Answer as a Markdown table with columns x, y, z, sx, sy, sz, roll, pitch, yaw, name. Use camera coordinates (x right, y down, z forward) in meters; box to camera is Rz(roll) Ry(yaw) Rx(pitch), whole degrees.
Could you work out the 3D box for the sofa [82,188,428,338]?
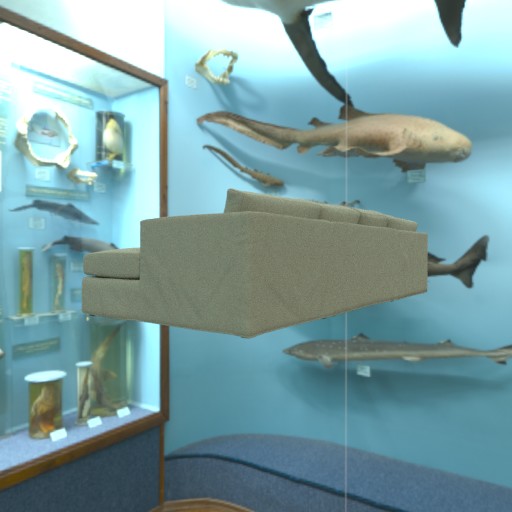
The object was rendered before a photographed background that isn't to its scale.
| x | y | z | sx | sy | sz | roll | pitch | yaw | name |
| --- | --- | --- | --- | --- | --- | --- | --- | --- | --- |
| 0.000 | 0.000 | 4.481 | 2.427 | 0.882 | 3.460 | 0 | 1 | 37 | sofa |
